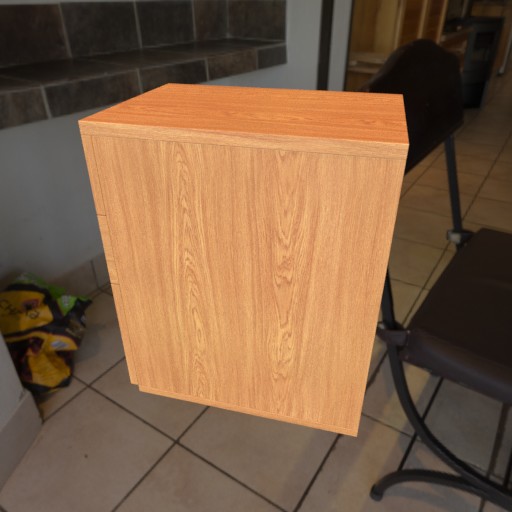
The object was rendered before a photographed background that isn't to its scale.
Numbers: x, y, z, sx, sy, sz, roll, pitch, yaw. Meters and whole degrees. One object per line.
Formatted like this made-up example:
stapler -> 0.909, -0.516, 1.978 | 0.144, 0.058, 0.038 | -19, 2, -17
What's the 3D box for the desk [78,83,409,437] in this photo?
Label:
desk -> 0.000, 0.000, 1.113 | 0.600, 0.730, 0.404 | 8, 32, 12
